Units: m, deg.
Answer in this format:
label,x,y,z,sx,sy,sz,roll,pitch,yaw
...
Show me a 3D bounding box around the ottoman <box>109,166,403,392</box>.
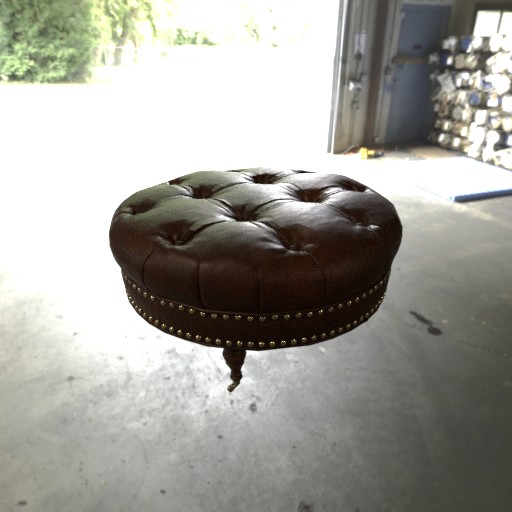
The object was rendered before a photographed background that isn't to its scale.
label,x,y,z,sx,sy,sz,roll,pitch,yaw
ottoman,0.000,0.000,1.459,0.901,0.455,0.901,0,26,0
